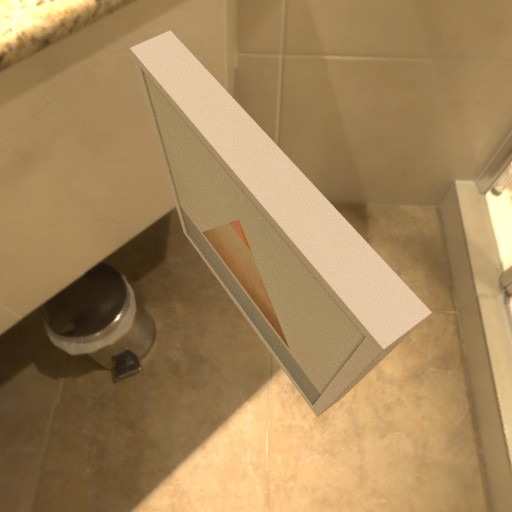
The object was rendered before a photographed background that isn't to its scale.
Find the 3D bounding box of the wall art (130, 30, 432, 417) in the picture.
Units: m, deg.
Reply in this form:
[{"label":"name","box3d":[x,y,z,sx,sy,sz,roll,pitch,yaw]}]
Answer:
[{"label":"wall art","box3d":[0.000,0.000,0.447,0.038,0.304,0.305,-32,68,-15]}]
